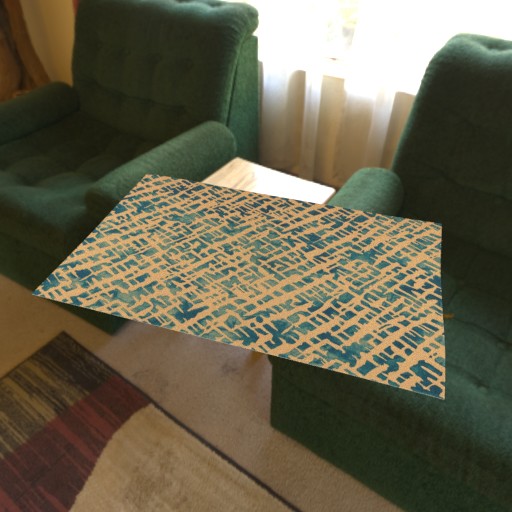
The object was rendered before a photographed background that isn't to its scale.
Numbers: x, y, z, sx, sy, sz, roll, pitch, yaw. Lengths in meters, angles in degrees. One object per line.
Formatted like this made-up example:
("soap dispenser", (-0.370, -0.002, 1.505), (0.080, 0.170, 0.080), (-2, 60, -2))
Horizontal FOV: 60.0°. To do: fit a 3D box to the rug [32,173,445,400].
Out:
("rug", (0.000, 0.000, 3.026), (2.447, 0.011, 1.520), (12, 42, 13))
